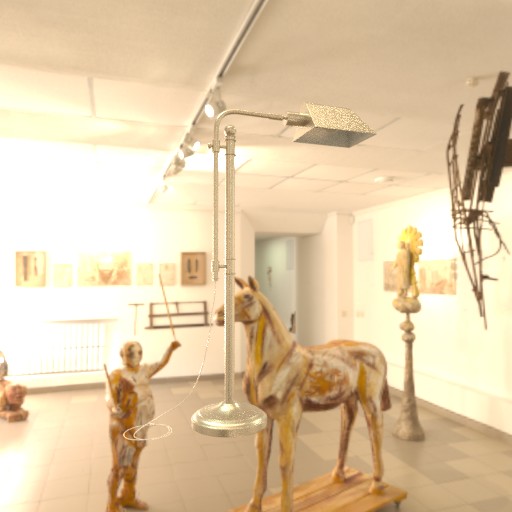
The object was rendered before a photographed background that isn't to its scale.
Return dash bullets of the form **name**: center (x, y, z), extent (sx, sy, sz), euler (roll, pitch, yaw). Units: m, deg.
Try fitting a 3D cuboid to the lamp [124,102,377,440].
- **lamp**: center (0.000, 0.000, 0.966), extent (0.546, 0.708, 0.159), euler (1, -2, -19)
